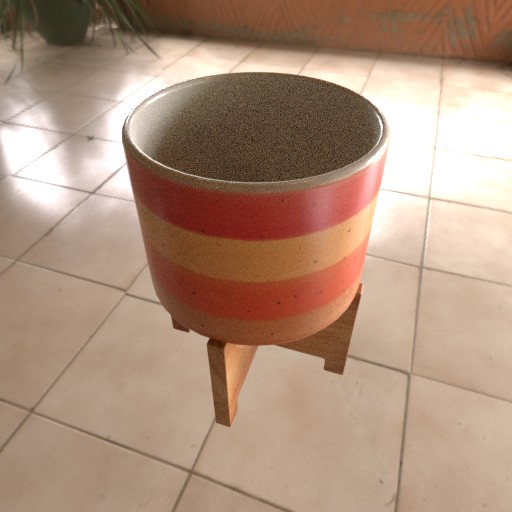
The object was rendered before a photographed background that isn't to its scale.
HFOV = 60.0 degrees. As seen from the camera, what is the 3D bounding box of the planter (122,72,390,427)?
[{"bbox_3d":[0.000,0.000,0.407,0.199,0.268,0.199,0,41,0],"label":"planter"}]
